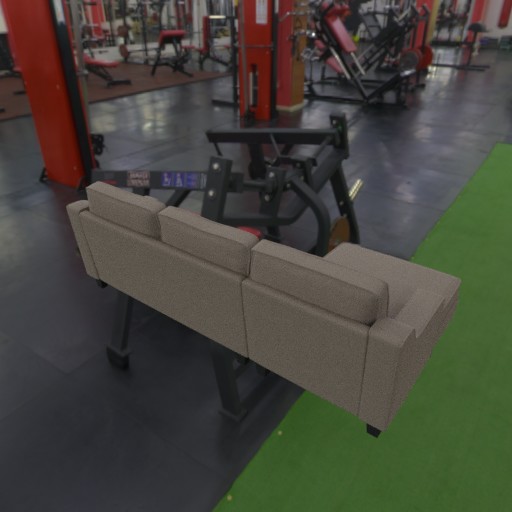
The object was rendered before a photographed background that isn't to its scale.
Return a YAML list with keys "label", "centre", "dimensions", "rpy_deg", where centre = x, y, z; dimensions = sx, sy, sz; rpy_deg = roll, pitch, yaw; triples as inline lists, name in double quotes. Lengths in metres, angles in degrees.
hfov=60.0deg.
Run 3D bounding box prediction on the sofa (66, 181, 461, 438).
- label: "sofa"
  centre: [0.000, 0.000, 3.185]
  dimensions: [2.561, 0.928, 1.294]
  rpy_deg: [21, 36, 31]
